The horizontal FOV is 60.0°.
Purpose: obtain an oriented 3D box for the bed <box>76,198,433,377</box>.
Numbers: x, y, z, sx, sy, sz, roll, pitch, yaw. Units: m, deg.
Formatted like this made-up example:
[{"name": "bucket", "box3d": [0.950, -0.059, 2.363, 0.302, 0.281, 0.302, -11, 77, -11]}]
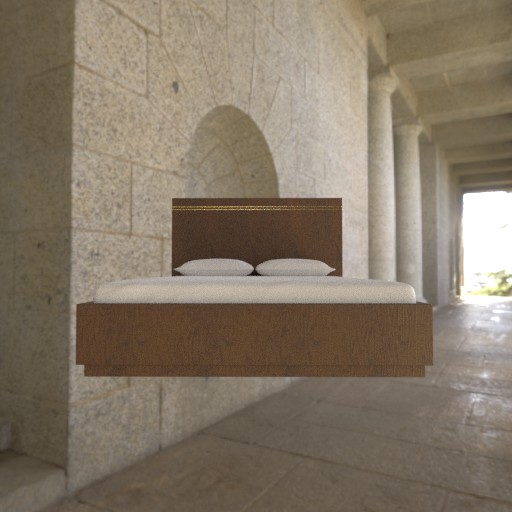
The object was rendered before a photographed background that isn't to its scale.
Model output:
[{"name": "bed", "box3d": [0.000, 0.000, 3.124, 1.613, 1.169, 2.221, 0, -2, 0]}]
